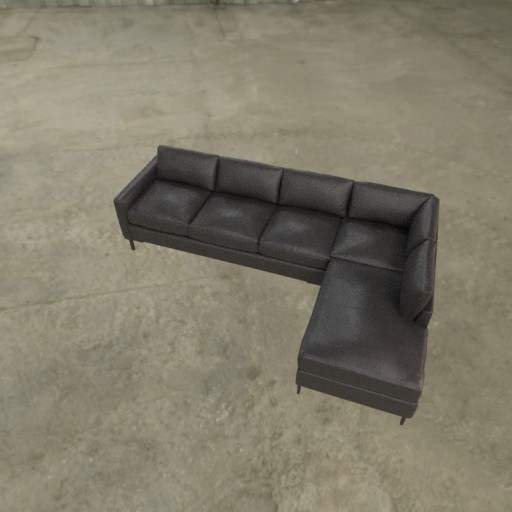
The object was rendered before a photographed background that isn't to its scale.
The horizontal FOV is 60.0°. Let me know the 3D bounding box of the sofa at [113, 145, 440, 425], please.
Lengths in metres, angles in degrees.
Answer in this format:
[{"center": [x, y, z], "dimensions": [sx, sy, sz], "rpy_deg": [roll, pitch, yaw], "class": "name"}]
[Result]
[{"center": [0.000, 0.000, 3.944], "dimensions": [2.984, 0.877, 1.938], "rpy_deg": [13, 45, 14], "class": "sofa"}]
